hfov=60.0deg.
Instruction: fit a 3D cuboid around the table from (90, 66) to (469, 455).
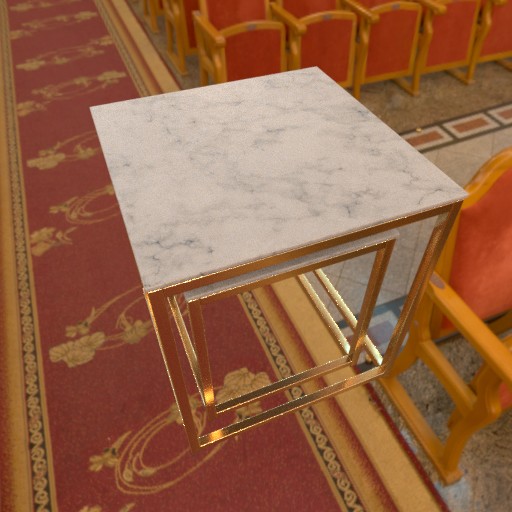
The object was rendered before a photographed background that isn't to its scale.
[{"bbox_3d":[0.000,0.000,0.874,0.450,0.500,0.450,-16,48,-15],"label":"table"}]
